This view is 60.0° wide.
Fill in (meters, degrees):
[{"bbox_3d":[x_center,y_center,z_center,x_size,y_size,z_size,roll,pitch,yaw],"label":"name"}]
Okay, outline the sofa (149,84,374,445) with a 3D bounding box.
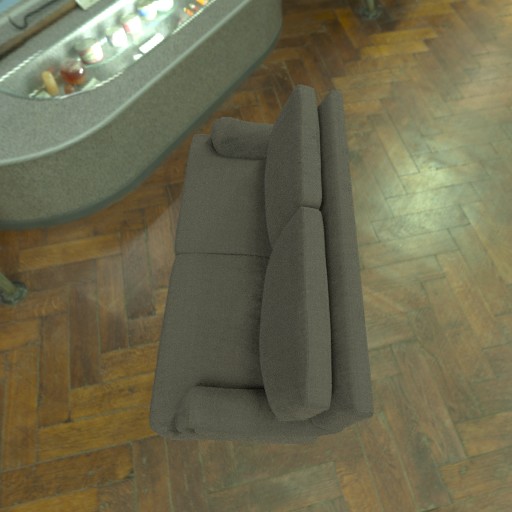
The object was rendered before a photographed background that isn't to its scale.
[{"bbox_3d":[0.000,0.000,2.806,1.086,1.087,2.165,2,59,1],"label":"sofa"}]
